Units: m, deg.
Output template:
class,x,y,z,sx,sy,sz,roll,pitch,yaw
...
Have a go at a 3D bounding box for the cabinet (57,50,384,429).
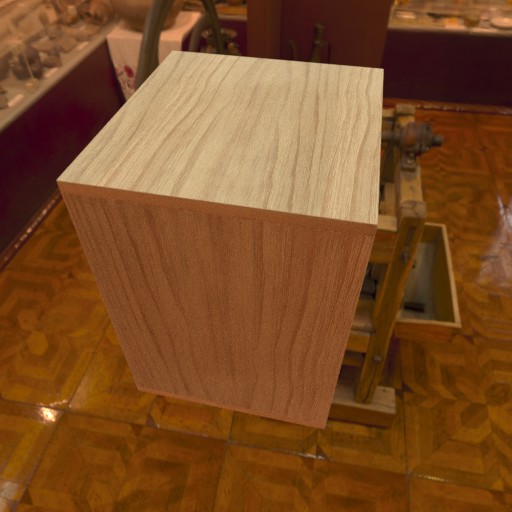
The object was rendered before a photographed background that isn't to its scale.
class,x,y,z,sx,sy,sz,roll,pitch,yaw
cabinet,0.000,0.000,0.847,0.401,0.579,0.409,9,46,9
